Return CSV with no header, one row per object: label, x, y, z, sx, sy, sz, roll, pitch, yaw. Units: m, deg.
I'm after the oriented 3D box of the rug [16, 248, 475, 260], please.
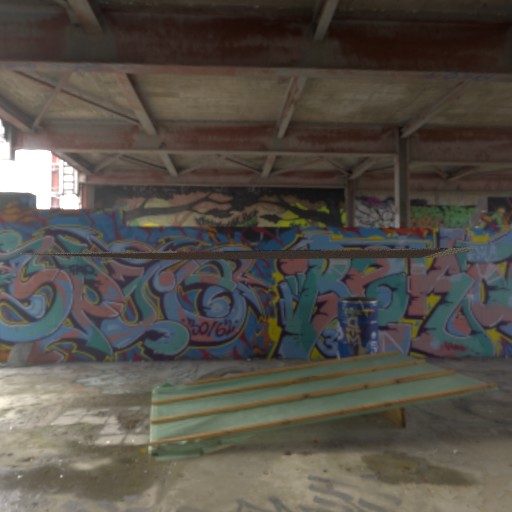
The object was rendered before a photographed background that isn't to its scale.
rug,0.000,0.000,2.252,1.828,0.005,1.220,0,-2,17
